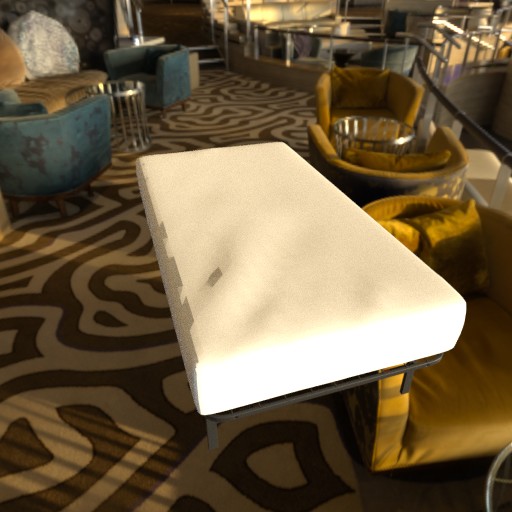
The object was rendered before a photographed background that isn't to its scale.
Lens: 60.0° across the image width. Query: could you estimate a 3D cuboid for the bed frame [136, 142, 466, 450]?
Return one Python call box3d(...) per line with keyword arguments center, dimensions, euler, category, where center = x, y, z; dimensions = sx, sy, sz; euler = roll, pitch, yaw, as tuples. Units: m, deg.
box3d(center=(0.000, 0.000, 2.348), dimensions=(1.025, 0.640, 1.908), euler=(-10, 34, -15), category="bed frame")
